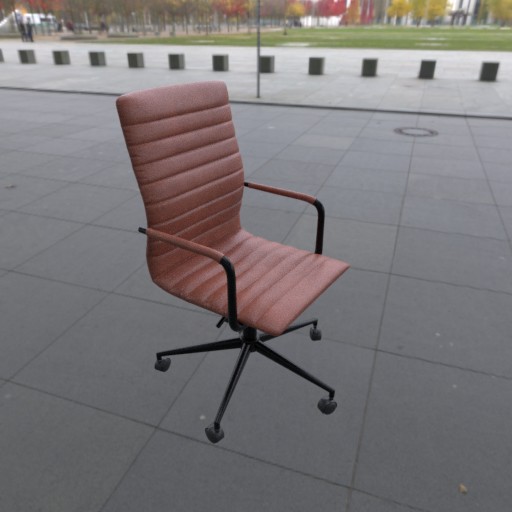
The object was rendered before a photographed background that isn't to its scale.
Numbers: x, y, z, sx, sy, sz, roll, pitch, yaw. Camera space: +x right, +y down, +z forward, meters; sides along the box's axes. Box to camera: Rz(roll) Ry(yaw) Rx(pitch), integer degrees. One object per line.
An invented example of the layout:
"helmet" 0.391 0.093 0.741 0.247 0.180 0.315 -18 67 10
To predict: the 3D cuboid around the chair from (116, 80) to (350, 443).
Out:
"chair" 0.000 0.000 1.261 0.578 0.878 0.600 18 33 30
